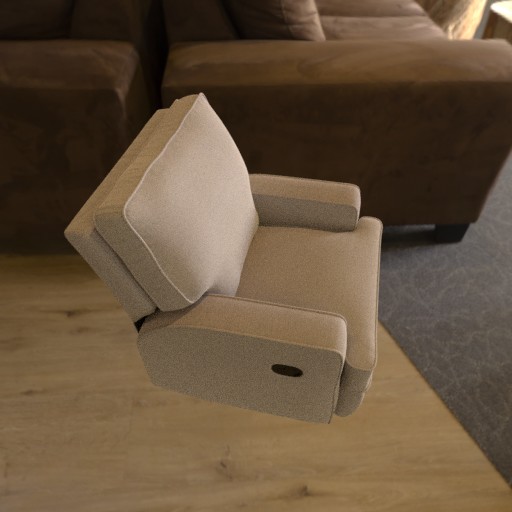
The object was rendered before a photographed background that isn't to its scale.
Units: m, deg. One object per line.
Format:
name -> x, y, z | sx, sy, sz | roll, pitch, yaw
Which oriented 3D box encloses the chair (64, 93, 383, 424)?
chair -> 0.000, 0.000, 1.697 | 0.969, 0.964, 0.861 | 9, 47, 9
